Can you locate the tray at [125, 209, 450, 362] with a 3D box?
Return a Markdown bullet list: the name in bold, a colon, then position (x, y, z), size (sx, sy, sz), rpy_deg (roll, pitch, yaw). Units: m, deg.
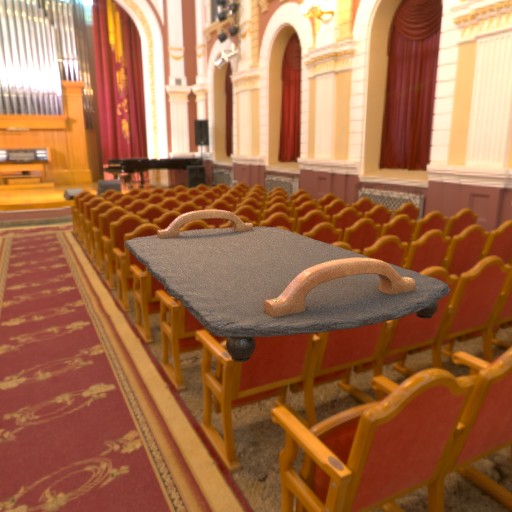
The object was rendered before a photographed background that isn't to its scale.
- **tray**: position (0.000, 0.000, 0.483), size (0.231, 0.062, 0.387), rpy_deg (-7, 15, -26)
